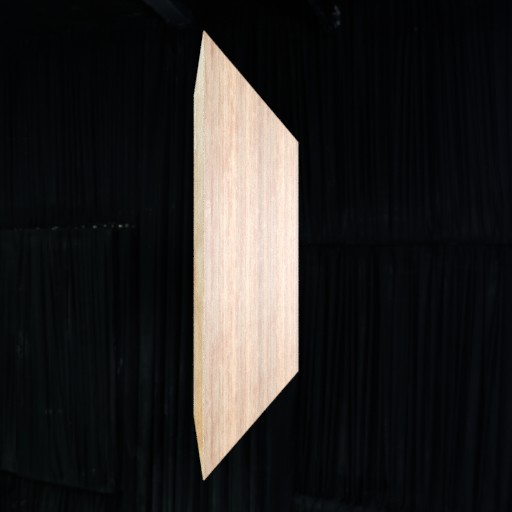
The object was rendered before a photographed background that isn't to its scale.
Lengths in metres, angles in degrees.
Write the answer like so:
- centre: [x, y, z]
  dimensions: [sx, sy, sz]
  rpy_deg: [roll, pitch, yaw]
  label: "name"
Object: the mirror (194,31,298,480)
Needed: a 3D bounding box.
- centre: [0.000, 0.000, 0.958]
  dimensions: [0.047, 0.651, 0.651]
  rpy_deg: [0, 0, 17]
  label: "mirror"
